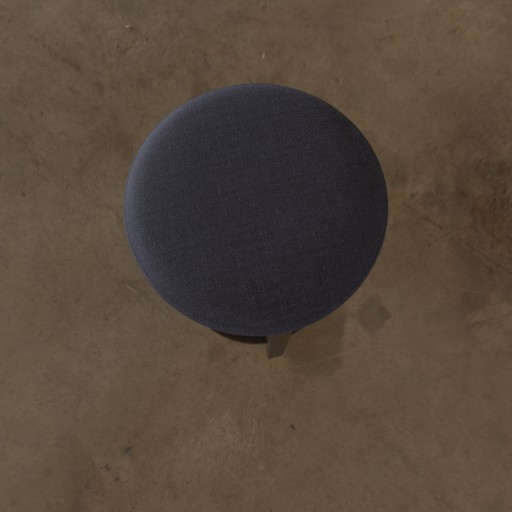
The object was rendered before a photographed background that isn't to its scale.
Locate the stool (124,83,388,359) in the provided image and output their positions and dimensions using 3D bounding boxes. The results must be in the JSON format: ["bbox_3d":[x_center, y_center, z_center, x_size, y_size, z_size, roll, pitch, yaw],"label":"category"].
[{"bbox_3d":[0.000,0.000,1.039,0.446,0.758,0.446,0,75,0],"label":"stool"}]
